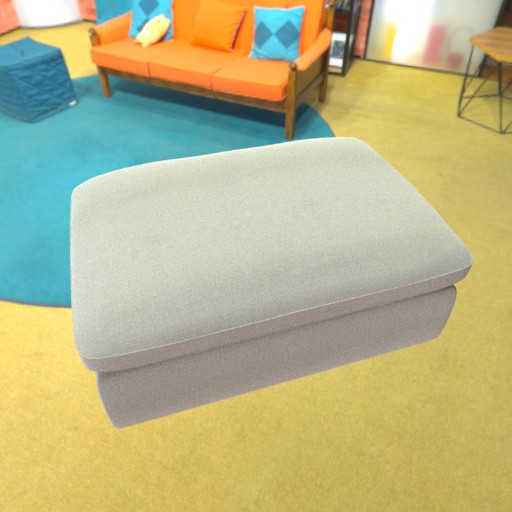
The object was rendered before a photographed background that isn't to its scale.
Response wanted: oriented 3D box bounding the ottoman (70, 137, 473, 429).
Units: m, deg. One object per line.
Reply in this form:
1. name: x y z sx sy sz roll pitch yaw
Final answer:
1. ottoman: 0.000 0.000 1.323 0.984 0.453 0.686 -12 45 -12
